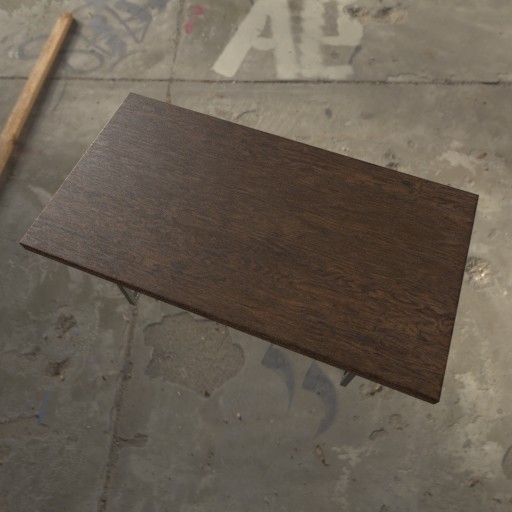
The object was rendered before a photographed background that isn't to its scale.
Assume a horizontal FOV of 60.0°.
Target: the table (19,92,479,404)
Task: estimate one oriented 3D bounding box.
[{"bbox_3d":[0.000,0.000,2.511,1.989,0.795,1.078,19,64,10],"label":"table"}]
